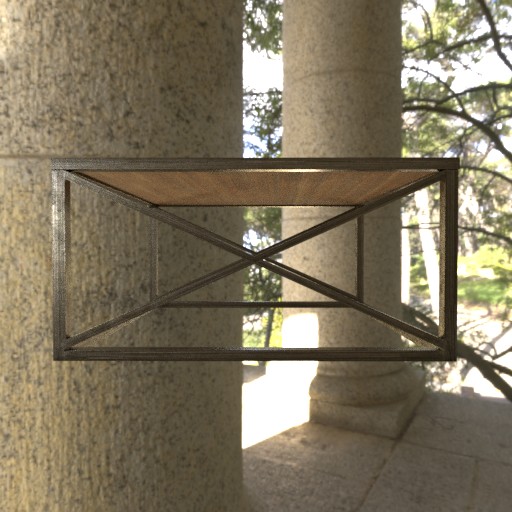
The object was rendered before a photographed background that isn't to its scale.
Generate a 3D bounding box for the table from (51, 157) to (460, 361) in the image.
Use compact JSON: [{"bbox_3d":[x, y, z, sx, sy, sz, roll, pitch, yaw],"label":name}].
[{"bbox_3d":[0.000,0.000,1.432,0.899,0.451,0.909,0,1,0],"label":"table"}]
